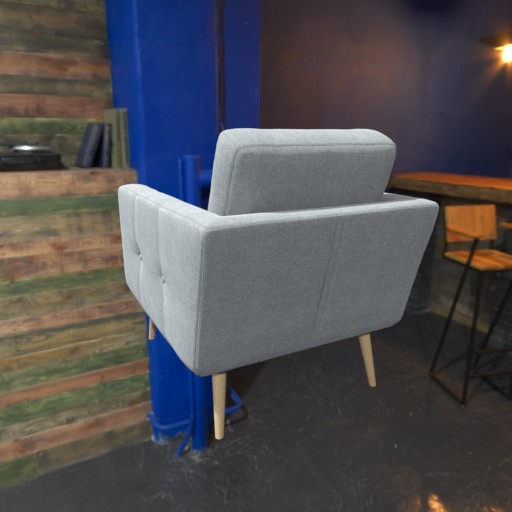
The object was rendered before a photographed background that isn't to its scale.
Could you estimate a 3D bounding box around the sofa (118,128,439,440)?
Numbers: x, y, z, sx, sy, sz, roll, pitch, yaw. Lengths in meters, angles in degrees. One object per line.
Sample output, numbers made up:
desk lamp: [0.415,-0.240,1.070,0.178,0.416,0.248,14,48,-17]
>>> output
sofa: [0.000,0.000,1.565,0.770,0.860,0.920,-8,18,-27]
